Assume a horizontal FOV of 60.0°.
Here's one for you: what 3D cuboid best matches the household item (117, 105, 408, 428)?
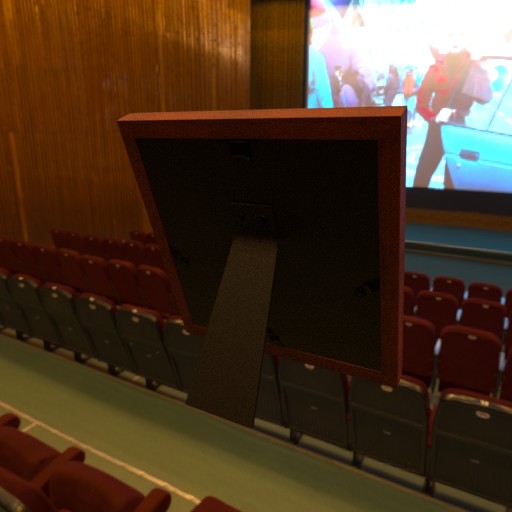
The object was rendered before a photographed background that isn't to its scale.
[{"bbox_3d":[0.000,0.000,0.385,0.240,0.240,0.131,9,18,28],"label":"household item"}]
